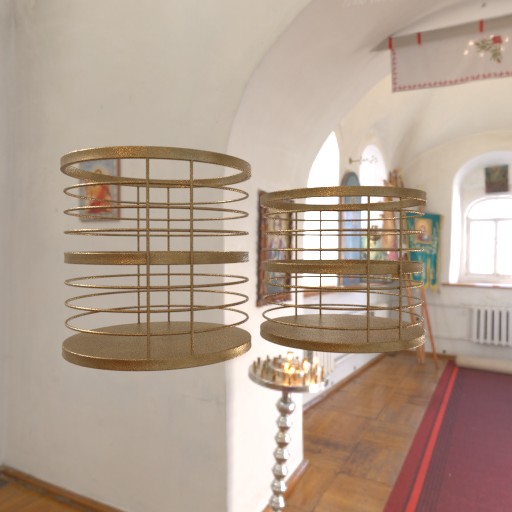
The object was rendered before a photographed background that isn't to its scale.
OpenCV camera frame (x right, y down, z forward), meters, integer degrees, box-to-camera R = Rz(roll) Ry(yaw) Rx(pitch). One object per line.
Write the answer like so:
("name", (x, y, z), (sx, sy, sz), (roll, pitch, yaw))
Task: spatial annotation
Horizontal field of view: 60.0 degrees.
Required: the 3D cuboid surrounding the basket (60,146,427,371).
("basket", (0.000, 0.000, 0.923), (0.746, 0.351, 0.356), (0, 1, -17))
